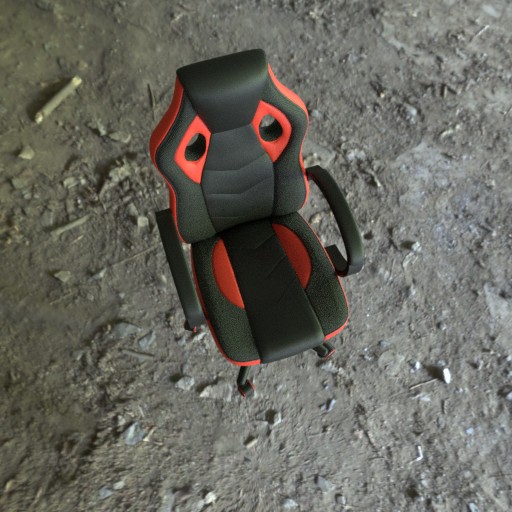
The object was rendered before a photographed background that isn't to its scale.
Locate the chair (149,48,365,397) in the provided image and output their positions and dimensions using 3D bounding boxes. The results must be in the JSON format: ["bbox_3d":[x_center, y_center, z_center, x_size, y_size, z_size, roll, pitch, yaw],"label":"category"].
[{"bbox_3d":[0.000,0.000,1.380,0.600,1.016,0.642,-18,65,-8],"label":"chair"}]
